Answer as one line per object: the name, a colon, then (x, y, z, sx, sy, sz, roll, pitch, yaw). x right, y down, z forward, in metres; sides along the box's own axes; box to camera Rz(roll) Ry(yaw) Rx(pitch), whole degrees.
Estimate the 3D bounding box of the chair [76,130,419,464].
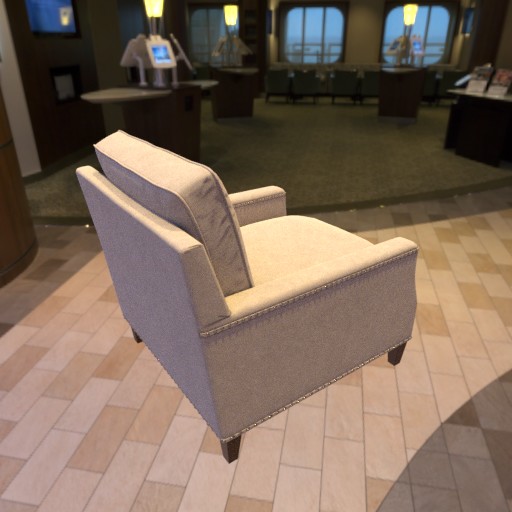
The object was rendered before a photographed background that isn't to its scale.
chair: (0.000, 0.000, 1.707, 1.014, 0.943, 0.853, -18, 31, -31)
